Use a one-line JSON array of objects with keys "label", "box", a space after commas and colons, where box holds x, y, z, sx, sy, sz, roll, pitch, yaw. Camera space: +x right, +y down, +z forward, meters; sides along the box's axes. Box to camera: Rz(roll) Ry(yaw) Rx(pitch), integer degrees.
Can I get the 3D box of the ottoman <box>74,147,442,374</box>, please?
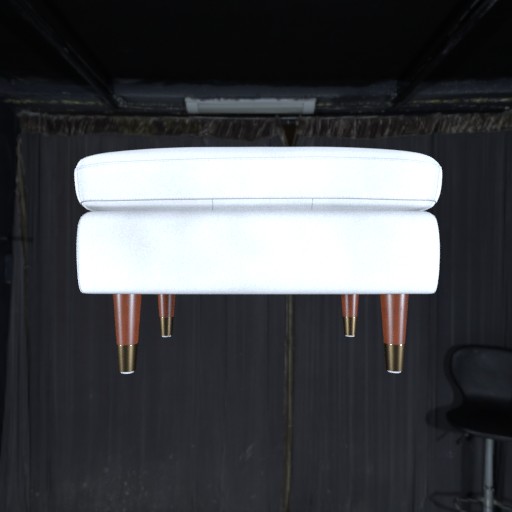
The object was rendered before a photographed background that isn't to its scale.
[{"label": "ottoman", "box": [0.000, 0.000, 1.122, 0.747, 0.478, 0.593, 0, 0, 0]}]
